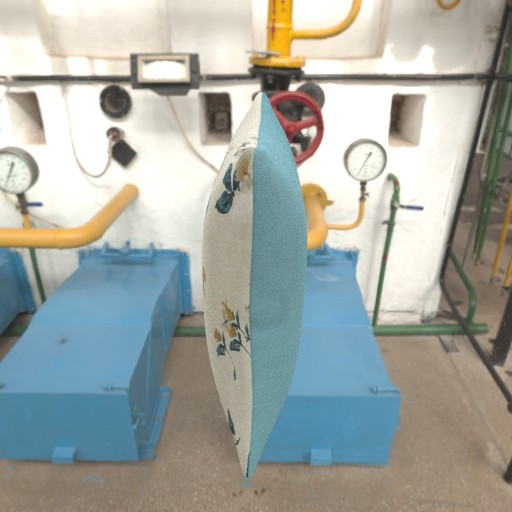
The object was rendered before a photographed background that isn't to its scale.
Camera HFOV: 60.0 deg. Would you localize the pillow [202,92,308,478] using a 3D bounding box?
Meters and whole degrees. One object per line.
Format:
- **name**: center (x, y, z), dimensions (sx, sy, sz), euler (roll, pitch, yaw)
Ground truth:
- **pillow**: center (0.000, 0.000, 0.802), dimensions (0.166, 0.507, 0.526), euler (1, 27, 1)
